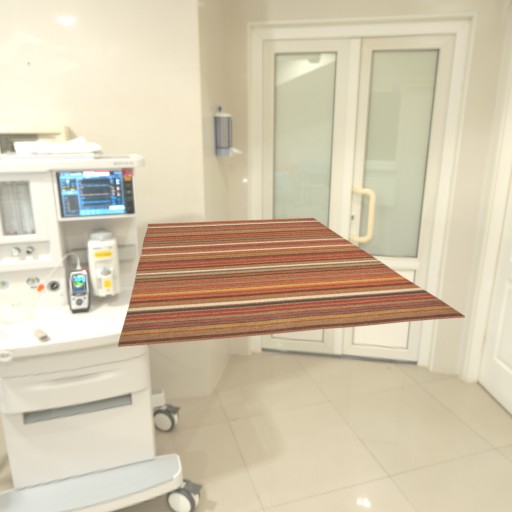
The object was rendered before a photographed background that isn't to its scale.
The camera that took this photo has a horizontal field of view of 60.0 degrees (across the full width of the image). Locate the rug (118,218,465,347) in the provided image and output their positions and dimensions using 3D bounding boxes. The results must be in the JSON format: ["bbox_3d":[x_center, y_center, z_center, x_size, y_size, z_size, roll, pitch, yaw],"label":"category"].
[{"bbox_3d":[0.000,0.000,2.361,1.217,0.007,1.828,-3,17,-10],"label":"rug"}]
